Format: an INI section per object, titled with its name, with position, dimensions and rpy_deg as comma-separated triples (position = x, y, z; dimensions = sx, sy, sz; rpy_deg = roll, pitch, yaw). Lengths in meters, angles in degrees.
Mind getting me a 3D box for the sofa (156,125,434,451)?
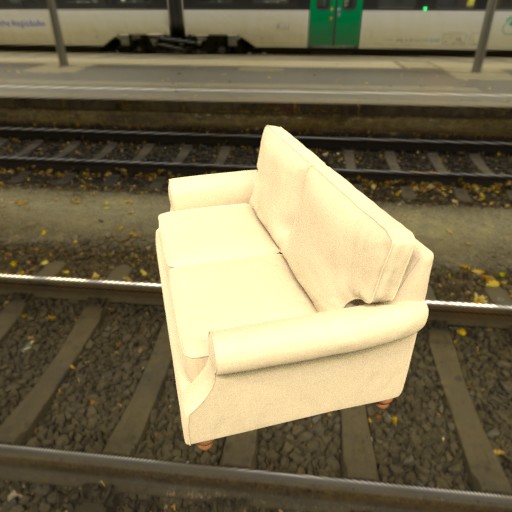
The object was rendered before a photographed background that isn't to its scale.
[sofa]
position = 0.000, 0.000, 2.252
dimensions = 0.964, 0.937, 1.665
rpy_deg = -8, 32, -13
